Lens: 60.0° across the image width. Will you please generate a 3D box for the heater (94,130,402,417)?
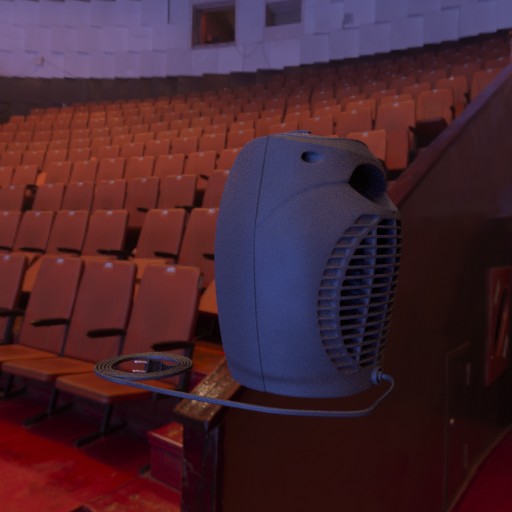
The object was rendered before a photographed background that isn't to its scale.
[{"bbox_3d":[0.000,0.000,0.462,0.291,0.240,0.239,1,2,37],"label":"heater"}]
